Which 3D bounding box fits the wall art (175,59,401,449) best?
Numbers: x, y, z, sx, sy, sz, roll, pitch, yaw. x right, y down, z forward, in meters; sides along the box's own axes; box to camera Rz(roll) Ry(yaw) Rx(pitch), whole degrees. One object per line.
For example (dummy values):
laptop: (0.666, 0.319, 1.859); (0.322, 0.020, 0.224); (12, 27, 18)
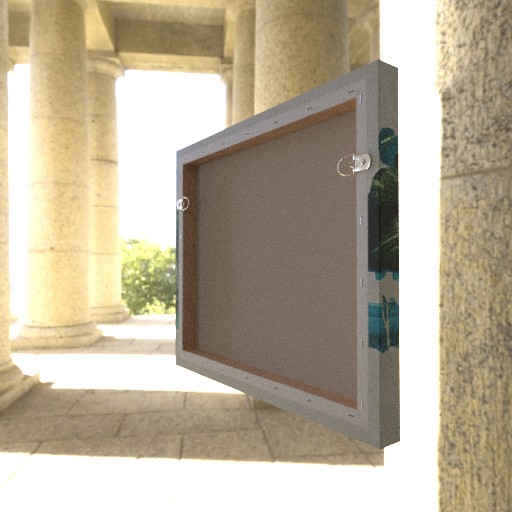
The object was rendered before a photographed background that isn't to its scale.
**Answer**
wall art: (0.000, 0.000, 0.706); (0.041, 0.435, 0.507); (1, -1, -36)
